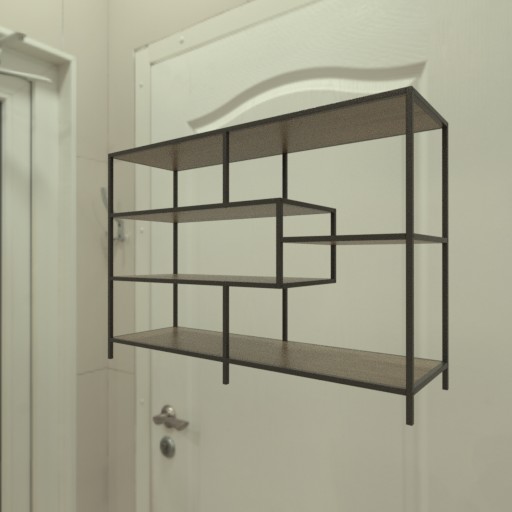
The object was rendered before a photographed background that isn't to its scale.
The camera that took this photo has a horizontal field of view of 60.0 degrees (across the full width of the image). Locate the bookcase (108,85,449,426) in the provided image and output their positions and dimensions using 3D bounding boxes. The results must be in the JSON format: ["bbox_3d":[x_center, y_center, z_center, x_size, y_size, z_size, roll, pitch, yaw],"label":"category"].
[{"bbox_3d":[0.000,0.000,1.491,1.140,0.780,0.350,0,0,36],"label":"bookcase"}]
